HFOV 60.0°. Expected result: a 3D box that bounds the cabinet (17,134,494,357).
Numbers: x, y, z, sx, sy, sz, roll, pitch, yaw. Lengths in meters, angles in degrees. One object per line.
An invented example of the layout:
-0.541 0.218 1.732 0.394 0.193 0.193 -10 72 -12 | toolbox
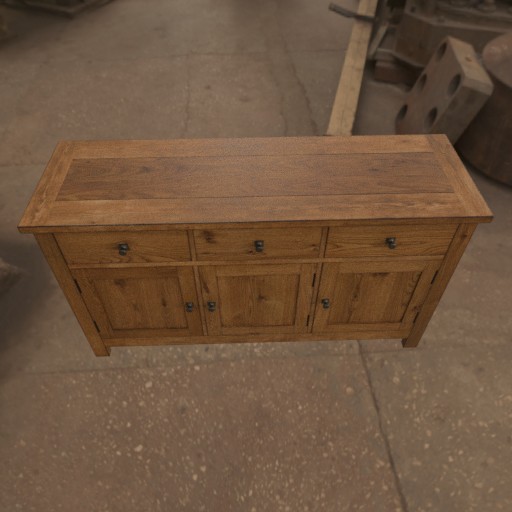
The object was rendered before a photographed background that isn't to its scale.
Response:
0.000 0.000 1.823 1.474 0.813 0.480 -1 47 -1 | cabinet
